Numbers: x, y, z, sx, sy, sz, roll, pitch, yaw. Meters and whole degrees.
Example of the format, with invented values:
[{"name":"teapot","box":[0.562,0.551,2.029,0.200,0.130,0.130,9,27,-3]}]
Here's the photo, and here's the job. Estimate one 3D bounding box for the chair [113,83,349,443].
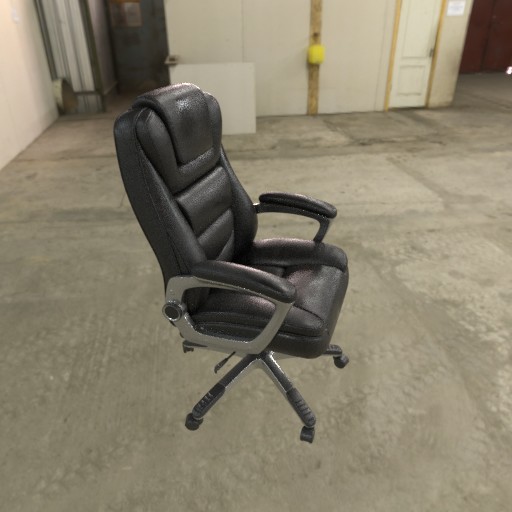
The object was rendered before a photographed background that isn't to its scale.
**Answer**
[{"name":"chair","box":[0.000,0.000,1.524,0.689,1.075,0.697,10,31,17]}]
